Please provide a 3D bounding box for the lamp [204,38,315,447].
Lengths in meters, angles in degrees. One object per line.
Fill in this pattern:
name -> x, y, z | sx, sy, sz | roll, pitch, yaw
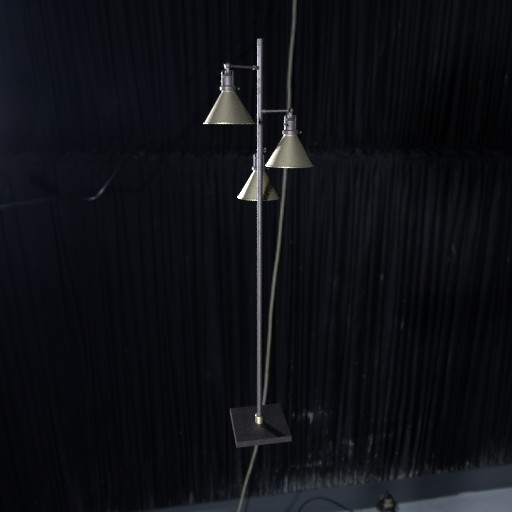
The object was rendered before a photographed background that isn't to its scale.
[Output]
lamp -> 0.000, 0.000, 1.929 | 0.428, 1.716, 0.415 | -3, 17, -10
